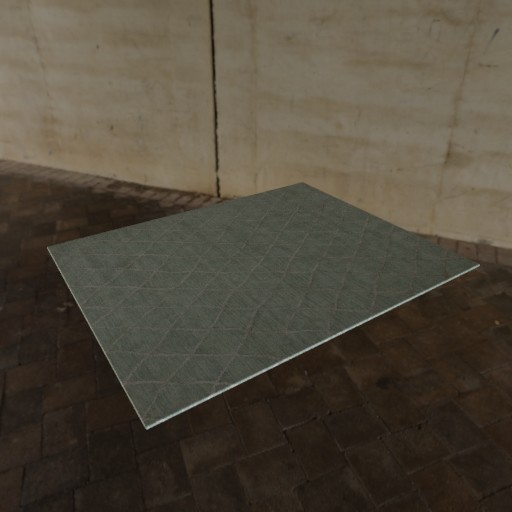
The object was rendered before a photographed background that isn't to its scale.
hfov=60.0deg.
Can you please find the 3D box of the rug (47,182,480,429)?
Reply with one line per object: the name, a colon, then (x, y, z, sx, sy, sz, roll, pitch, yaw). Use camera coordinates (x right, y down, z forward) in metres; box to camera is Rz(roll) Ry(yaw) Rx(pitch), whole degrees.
rug: (0.000, 0.000, 3.969, 3.039, 0.019, 2.420, -19, 35, -29)
